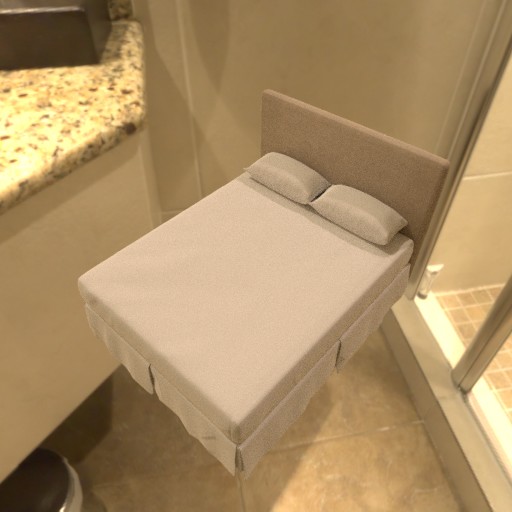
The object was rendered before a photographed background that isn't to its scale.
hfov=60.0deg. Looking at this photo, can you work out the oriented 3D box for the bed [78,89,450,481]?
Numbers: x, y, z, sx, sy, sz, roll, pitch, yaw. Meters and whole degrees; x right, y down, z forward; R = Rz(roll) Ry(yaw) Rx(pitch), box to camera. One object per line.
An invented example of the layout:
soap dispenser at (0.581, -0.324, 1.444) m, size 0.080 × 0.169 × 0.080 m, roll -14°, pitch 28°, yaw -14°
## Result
bed at (0.000, 0.000, 3.246) m, size 1.713 × 1.330 × 2.162 m, roll 33°, pitch 54°, yaw 28°
